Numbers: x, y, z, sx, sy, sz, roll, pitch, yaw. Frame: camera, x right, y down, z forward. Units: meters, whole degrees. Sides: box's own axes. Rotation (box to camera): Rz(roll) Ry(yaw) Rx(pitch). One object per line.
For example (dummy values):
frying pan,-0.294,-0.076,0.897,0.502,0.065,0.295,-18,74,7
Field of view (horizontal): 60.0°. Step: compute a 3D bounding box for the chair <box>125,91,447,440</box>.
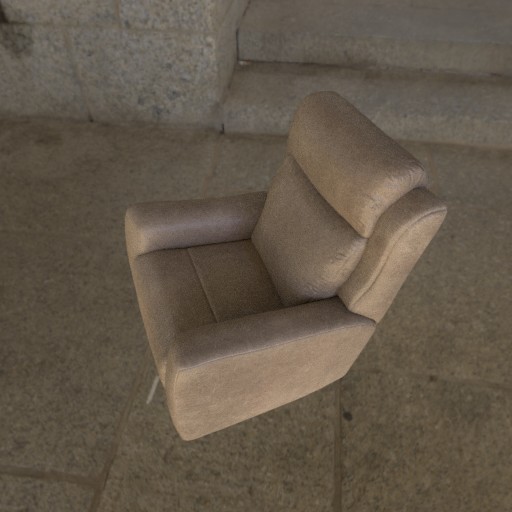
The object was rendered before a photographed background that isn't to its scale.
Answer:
chair,0.000,0.000,1.933,1.068,1.116,0.967,-16,48,-15
